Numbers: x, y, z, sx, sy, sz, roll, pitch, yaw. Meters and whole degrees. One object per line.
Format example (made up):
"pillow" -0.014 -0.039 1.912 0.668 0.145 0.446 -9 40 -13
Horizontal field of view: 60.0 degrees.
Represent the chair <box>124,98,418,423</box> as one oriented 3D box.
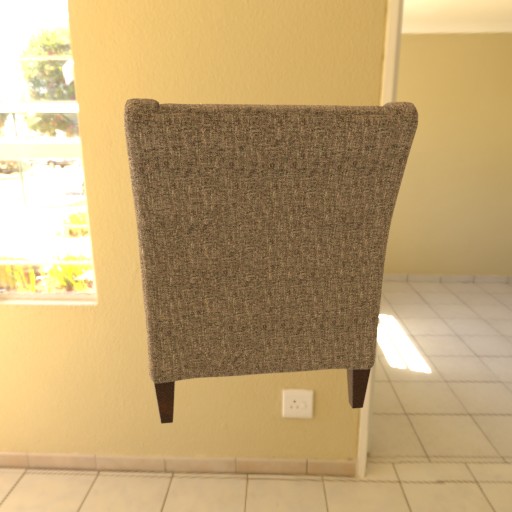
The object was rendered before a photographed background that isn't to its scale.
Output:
"chair" 0.000 0.000 1.624 0.774 1.014 0.870 -2 14 -7
